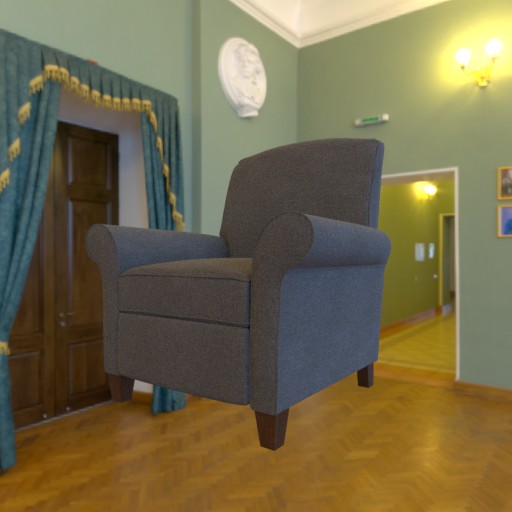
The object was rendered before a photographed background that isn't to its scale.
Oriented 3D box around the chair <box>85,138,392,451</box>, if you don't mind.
[{"bbox_3d":[0.000,0.000,1.751,0.978,1.061,0.905,0,1,36],"label":"chair"}]
